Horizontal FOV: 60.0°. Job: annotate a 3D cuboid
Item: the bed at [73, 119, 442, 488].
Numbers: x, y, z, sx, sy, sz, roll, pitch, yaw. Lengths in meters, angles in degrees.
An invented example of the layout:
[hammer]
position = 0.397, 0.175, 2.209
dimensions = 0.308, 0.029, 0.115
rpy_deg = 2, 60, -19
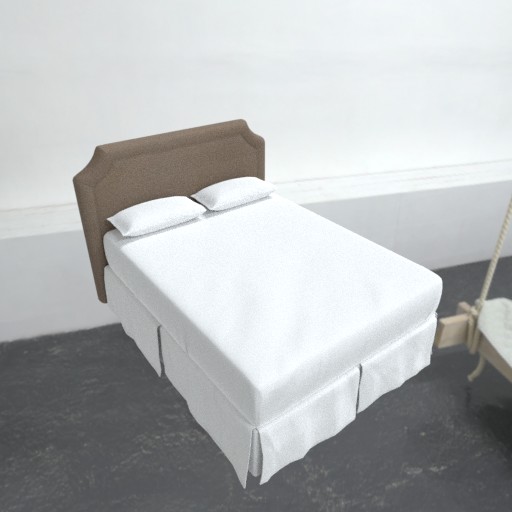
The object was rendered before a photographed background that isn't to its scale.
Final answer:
[bed]
position = 0.000, 0.000, 3.077
dimensions = 1.693, 1.290, 2.116
rpy_deg = -21, 37, -31
